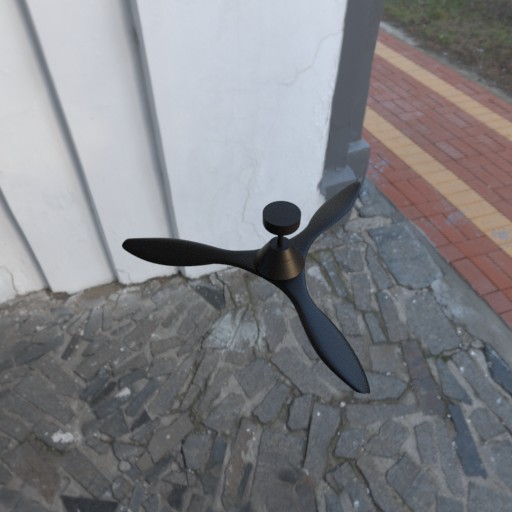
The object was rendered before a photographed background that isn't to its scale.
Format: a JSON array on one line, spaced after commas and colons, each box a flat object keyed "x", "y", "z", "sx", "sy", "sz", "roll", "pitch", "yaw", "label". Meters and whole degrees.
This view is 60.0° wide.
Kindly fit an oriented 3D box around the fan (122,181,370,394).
[{"x": 0.000, "y": 0.000, "z": 1.649, "sx": 1.067, "sy": 0.305, "sz": 1.067, "roll": -3, "pitch": 46, "yaw": -3, "label": "fan"}]
